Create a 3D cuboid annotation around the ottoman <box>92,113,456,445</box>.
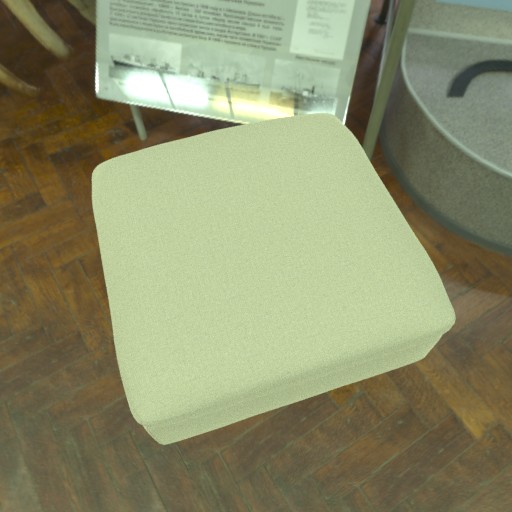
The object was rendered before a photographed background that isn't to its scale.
[{"bbox_3d":[0.000,0.000,1.557,0.996,0.467,0.977,-15,60,-9],"label":"ottoman"}]
